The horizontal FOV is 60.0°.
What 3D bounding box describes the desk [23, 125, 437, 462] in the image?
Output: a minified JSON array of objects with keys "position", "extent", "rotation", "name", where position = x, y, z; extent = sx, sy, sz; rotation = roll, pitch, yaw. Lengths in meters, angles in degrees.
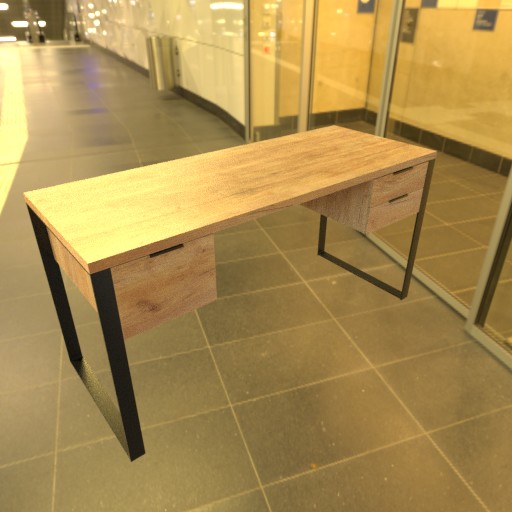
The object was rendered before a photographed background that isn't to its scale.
[{"position":[0.000,0.000,1.882],"extent":[1.520,0.760,0.600],"rotation":[-22,36,-33],"name":"desk"}]
